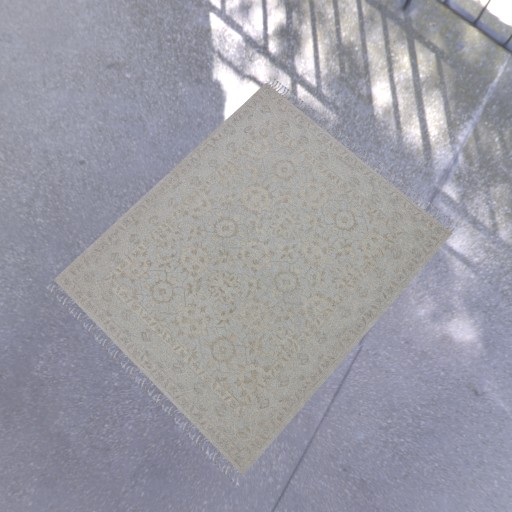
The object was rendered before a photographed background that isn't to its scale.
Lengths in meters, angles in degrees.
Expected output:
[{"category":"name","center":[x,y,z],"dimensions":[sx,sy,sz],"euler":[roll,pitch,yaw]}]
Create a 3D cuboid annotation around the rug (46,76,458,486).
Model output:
[{"category":"rug","center":[0.000,0.000,4.095],"dimensions":[2.444,0.013,3.043],"euler":[42,79,10]}]
